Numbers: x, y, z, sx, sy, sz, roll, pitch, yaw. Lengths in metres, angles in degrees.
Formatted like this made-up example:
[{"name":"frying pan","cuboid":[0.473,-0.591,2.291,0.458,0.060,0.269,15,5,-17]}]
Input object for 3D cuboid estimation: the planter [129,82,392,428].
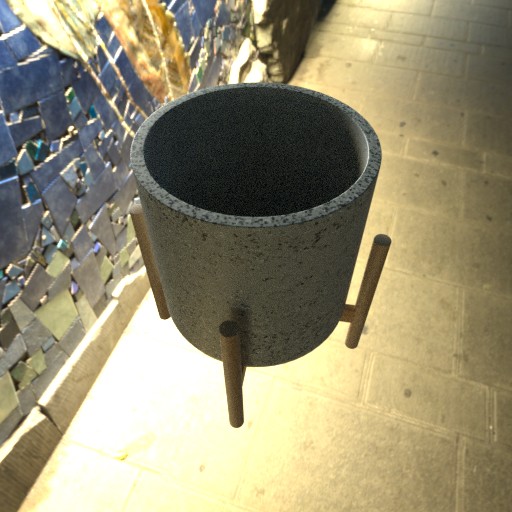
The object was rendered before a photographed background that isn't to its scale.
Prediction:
[{"name":"planter","cuboid":[0.000,0.000,0.698,0.360,0.419,0.360,25,53,21]}]
